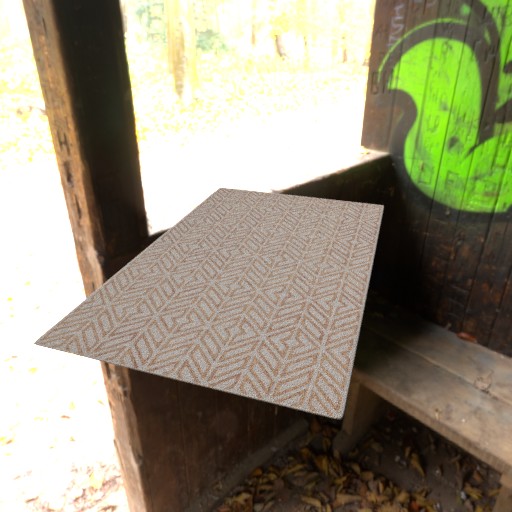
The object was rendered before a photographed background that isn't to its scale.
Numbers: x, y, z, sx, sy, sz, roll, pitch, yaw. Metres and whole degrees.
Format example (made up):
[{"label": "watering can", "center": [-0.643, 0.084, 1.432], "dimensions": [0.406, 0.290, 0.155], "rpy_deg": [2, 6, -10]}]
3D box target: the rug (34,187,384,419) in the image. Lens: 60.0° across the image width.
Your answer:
[{"label": "rug", "center": [0.000, 0.000, 2.994], "dimensions": [1.523, 0.008, 2.438], "rpy_deg": [9, 29, 16]}]
